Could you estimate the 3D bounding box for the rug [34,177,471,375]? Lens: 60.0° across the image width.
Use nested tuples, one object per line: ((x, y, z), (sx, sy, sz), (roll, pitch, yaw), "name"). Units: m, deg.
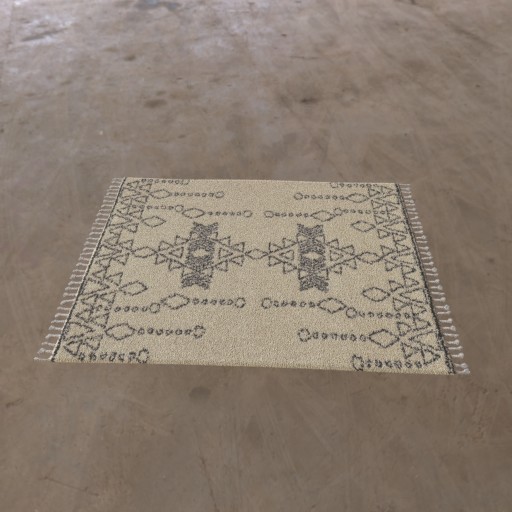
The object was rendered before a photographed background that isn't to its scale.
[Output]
((0.000, 0.000, 3.770), (3.027, 0.028, 2.125), (1, 46, 1), "rug")
